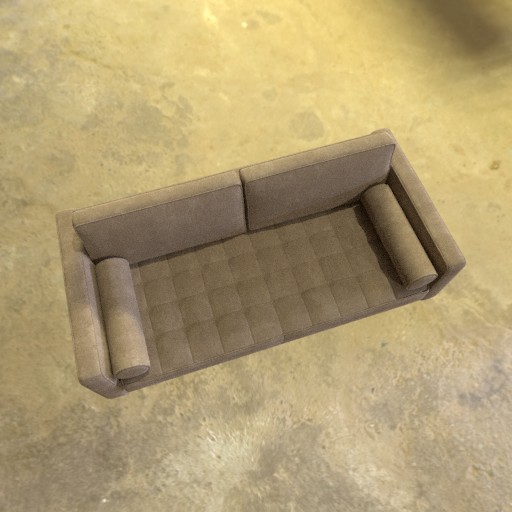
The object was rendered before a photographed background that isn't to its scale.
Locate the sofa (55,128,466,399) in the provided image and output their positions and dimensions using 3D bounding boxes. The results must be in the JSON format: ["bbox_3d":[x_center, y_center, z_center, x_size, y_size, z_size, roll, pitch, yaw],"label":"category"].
[{"bbox_3d":[0.000,0.000,2.327,1.883,0.769,0.920,-16,65,-8],"label":"sofa"}]
